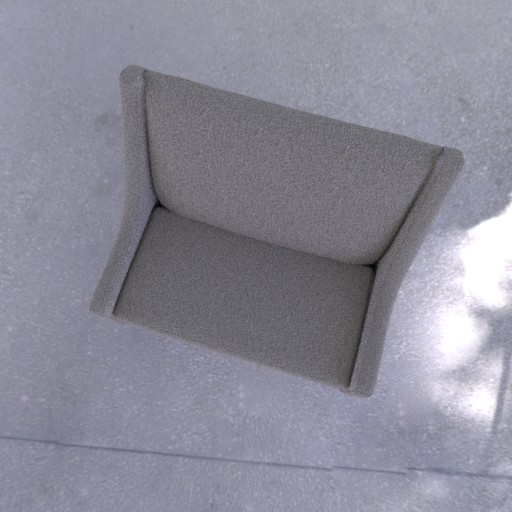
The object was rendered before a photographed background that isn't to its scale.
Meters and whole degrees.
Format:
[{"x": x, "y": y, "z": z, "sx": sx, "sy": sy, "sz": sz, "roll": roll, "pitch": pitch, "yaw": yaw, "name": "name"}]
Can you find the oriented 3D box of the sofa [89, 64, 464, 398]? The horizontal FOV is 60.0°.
[{"x": 0.000, "y": 0.000, "z": 1.889, "sx": 1.242, "sy": 1.026, "sz": 0.862, "roll": 16, "pitch": 75, "yaw": 4, "name": "sofa"}]
